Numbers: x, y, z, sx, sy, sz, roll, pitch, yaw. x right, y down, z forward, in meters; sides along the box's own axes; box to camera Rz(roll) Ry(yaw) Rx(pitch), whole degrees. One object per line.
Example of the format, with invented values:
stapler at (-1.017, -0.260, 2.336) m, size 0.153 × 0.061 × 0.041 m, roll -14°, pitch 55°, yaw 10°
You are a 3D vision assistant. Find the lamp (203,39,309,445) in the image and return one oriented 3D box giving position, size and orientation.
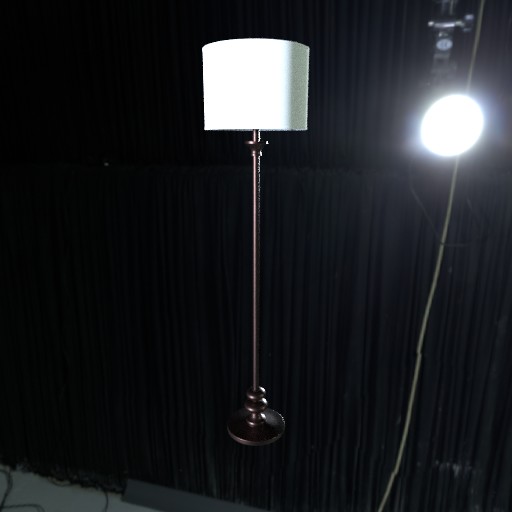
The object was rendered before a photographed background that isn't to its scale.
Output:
lamp at (0.000, 0.000, 1.677) m, size 0.356 × 1.487 × 0.356 m, roll 3°, pitch 15°, yaw 10°
